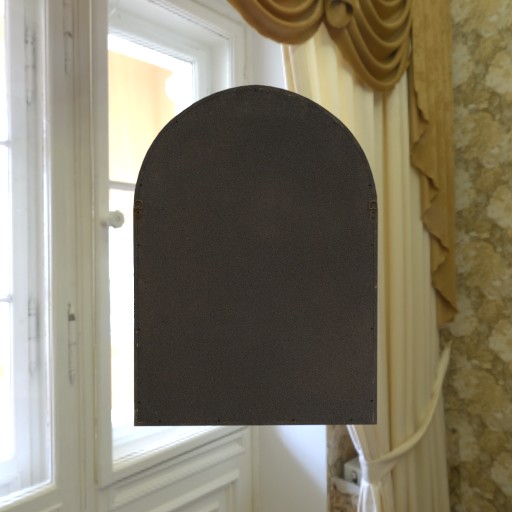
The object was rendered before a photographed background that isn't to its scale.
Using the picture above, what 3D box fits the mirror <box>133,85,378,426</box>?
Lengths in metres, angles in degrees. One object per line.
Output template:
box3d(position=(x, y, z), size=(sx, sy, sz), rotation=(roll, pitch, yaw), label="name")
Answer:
box3d(position=(0.000, 0.000, 1.209), size=(0.660, 0.920, 0.032), rotation=(0, 1, -1), label="mirror")
